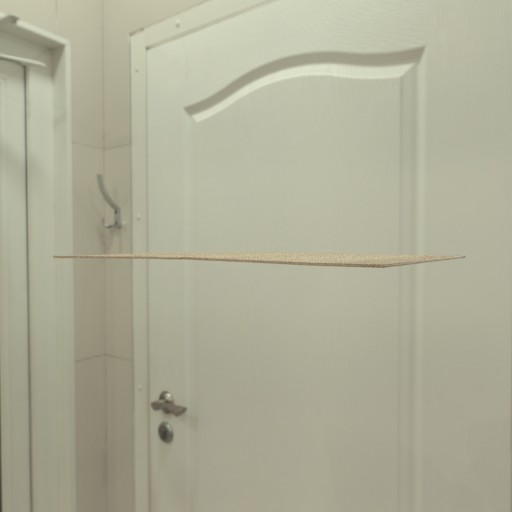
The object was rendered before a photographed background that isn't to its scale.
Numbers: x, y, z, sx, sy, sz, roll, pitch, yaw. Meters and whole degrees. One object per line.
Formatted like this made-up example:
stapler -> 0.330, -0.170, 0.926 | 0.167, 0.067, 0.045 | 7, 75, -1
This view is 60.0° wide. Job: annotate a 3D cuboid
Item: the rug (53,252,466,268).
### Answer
rug -> 0.000, 0.000, 3.014 | 2.346, 0.029, 1.574 | 1, 2, 36
